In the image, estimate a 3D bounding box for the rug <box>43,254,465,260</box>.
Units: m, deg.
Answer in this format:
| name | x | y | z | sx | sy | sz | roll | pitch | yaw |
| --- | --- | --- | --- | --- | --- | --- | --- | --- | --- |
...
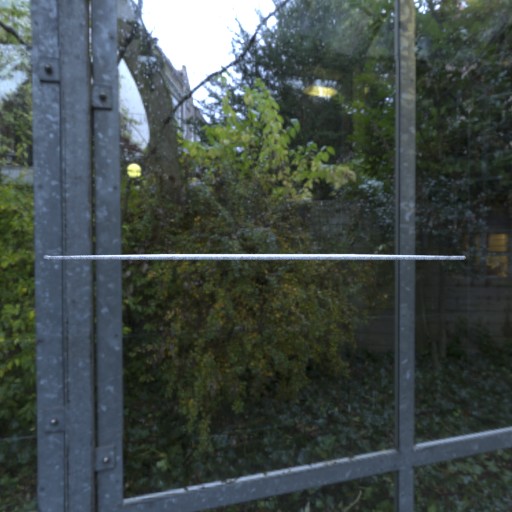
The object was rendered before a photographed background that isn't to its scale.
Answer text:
| name | x | y | z | sx | sy | sz | roll | pitch | yaw |
| --- | --- | --- | --- | --- | --- | --- | --- | --- | --- |
| rug | 0.000 | 0.000 | 4.058 | 2.449 | 0.025 | 3.049 | 0 | 0 | 1 |
